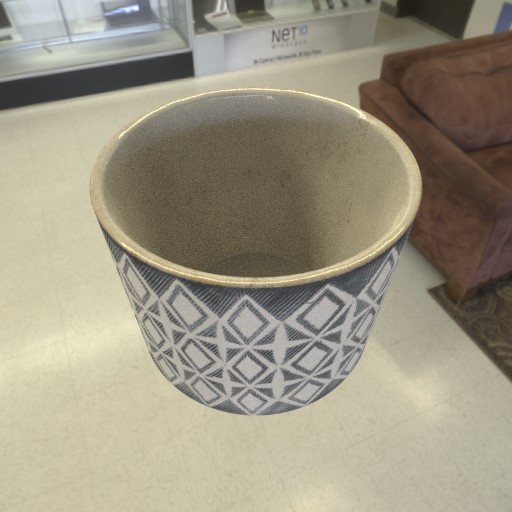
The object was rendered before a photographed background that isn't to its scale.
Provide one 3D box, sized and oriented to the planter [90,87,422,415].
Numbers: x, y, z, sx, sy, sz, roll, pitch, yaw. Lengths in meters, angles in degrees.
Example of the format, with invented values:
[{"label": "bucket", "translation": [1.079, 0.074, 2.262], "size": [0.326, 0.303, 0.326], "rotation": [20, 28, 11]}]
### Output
[{"label": "planter", "translation": [0.000, 0.000, 0.324], "size": [0.192, 0.165, 0.192], "rotation": [0, 47, 0]}]
